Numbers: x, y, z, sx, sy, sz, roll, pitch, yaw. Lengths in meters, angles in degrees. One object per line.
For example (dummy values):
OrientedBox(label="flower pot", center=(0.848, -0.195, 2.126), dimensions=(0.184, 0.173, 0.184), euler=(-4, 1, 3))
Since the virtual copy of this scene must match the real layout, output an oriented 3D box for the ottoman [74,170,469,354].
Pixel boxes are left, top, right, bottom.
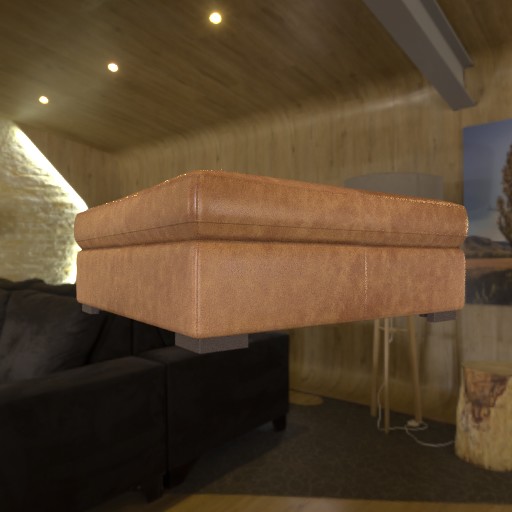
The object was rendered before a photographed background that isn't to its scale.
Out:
OrientedBox(label="ottoman", center=(0.000, 0.000, 1.817), dimensions=(1.168, 0.483, 1.169), euler=(0, -1, -35))
